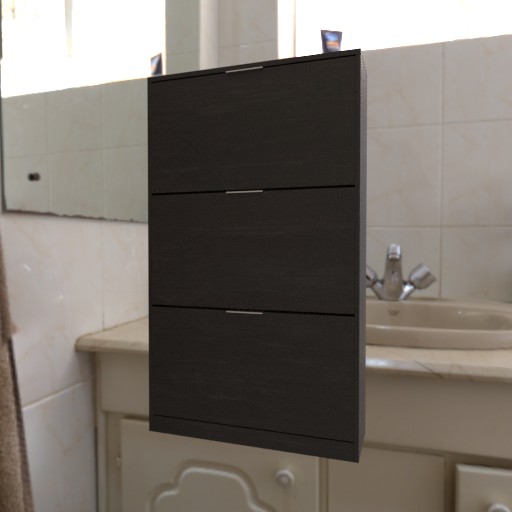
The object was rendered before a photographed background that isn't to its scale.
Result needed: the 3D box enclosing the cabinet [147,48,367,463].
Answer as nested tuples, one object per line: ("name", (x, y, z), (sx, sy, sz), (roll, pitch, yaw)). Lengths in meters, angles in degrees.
("cabinet", (0.000, 0.000, 1.590), (0.750, 1.280, 0.250), (0, 1, 19))
